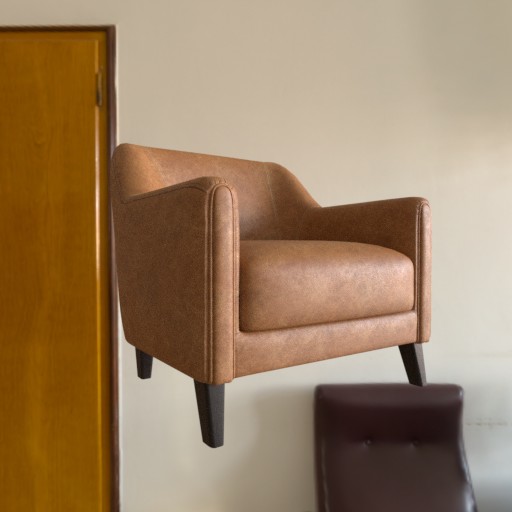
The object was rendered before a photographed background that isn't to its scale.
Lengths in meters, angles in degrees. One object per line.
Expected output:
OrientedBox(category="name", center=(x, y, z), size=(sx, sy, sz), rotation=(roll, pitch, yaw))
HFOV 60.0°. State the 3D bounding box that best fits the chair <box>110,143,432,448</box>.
OrientedBox(category="chair", center=(0.000, 0.000, 1.807), size=(1.037, 0.980, 1.034), rotation=(-1, 2, -35))
